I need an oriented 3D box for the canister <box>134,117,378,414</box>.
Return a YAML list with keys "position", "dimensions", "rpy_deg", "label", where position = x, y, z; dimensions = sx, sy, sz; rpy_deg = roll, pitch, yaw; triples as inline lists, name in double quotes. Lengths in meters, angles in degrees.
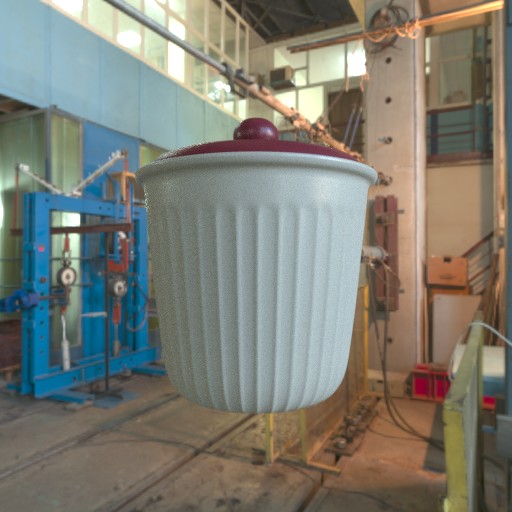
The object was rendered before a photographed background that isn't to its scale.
- position: [0.000, 0.000, 0.342]
  dimensions: [0.181, 0.211, 0.181]
  rpy_deg: [0, 0, 0]
  label: "canister"
